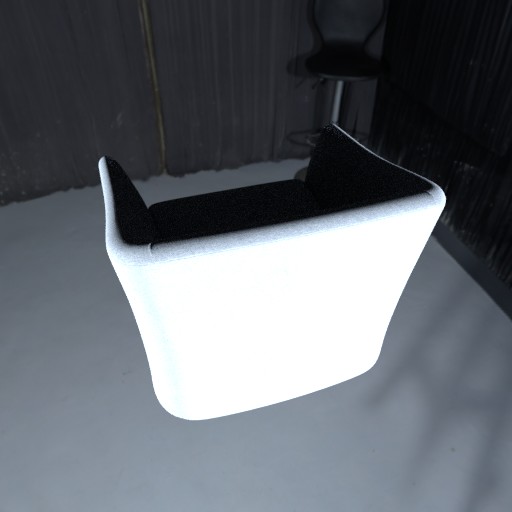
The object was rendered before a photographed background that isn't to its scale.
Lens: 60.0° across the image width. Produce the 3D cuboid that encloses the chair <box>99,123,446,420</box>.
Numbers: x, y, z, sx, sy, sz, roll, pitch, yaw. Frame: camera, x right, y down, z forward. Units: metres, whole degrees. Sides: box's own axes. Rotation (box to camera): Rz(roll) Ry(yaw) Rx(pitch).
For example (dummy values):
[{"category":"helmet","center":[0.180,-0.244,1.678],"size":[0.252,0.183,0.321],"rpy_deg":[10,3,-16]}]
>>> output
[{"category":"chair","center":[0.000,0.000,1.329],"size":[0.790,0.720,0.700],"rpy_deg":[-12,43,-13]}]
